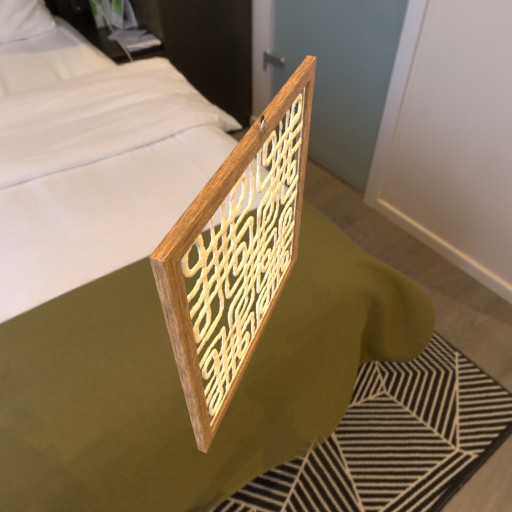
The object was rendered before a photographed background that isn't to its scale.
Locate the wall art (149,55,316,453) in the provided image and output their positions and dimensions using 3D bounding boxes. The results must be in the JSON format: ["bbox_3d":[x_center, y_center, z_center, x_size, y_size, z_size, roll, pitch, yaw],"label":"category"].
[{"bbox_3d":[0.000,0.000,0.847,0.021,0.582,0.561,16,49,15],"label":"wall art"}]
